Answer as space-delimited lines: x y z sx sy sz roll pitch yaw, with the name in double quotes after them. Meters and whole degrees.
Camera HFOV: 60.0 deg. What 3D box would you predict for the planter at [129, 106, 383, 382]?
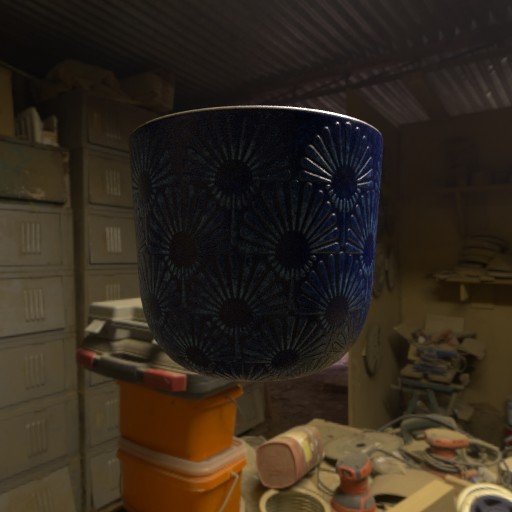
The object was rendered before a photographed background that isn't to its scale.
0.000 0.000 0.307 0.170 0.153 0.170 0 0 0 "planter"
